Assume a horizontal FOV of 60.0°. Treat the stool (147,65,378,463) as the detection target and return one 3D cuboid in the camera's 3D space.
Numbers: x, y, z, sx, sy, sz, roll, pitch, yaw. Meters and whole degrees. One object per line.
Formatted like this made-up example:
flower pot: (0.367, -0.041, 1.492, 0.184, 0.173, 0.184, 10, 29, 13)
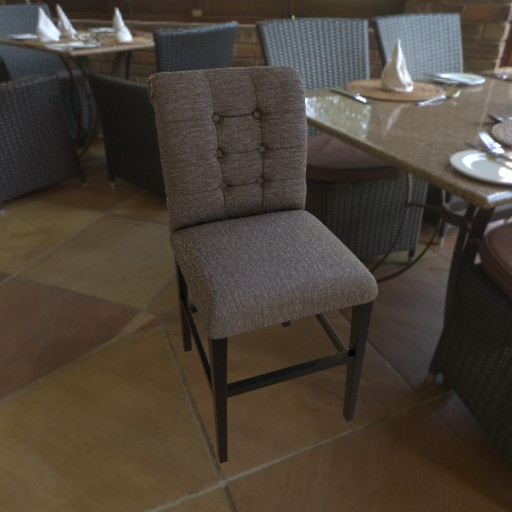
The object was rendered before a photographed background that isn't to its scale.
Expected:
stool: (0.000, 0.000, 1.319, 0.457, 0.970, 0.611, -11, 33, -17)
